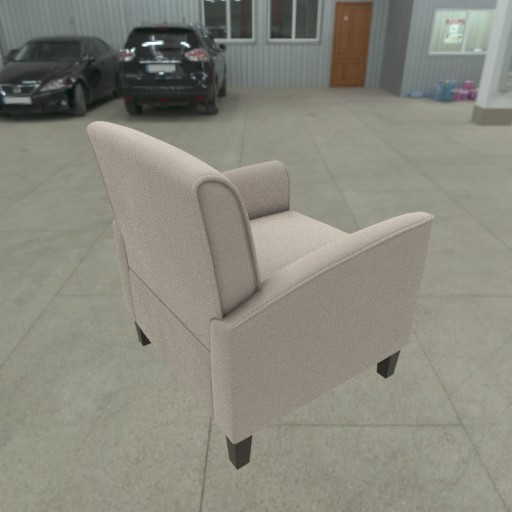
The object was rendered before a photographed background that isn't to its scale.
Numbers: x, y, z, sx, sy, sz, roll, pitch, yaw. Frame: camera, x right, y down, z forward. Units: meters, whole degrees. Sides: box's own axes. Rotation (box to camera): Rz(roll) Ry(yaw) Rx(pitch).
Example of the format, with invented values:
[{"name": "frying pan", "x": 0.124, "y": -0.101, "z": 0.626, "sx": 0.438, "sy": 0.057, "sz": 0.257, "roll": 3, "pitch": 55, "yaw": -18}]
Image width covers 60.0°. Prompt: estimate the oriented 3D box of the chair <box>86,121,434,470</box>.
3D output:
[{"name": "chair", "x": 0.000, "y": 0.000, "z": 1.547, "sx": 0.820, "sy": 0.915, "sz": 0.820, "roll": -18, "pitch": 32, "yaw": -31}]
